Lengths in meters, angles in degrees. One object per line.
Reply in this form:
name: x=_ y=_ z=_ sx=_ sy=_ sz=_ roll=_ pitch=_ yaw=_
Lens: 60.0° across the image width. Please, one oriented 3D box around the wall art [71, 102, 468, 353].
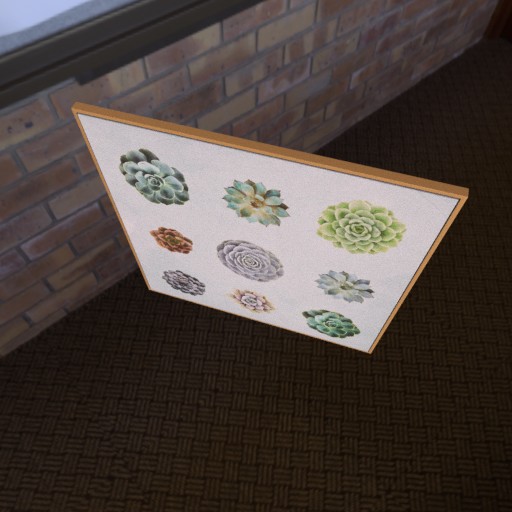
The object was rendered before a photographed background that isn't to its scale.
wall art: x=0.000 y=0.000 z=0.684 sx=0.457 sy=0.455 sz=0.013 roll=15 pitch=59 yaw=9
